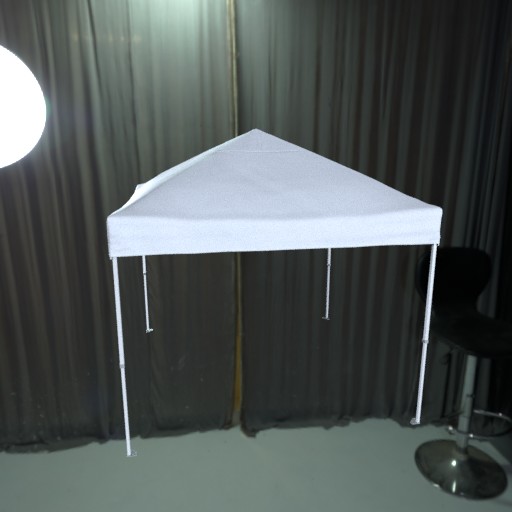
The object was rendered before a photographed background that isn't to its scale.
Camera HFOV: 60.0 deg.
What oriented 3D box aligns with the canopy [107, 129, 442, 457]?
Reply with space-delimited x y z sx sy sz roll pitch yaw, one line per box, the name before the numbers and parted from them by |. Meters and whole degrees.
canopy | 0.000 0.000 5.427 2.996 2.997 2.998 -2 14 -10
